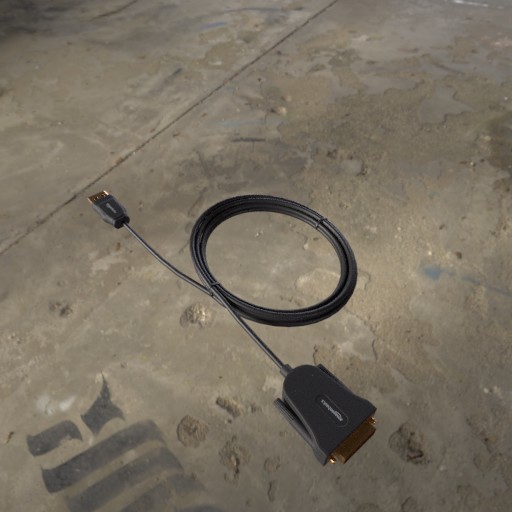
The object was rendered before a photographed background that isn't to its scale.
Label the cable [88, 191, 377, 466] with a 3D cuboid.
[{"bbox_3d":[0.000,0.000,0.328,0.136,0.015,0.281,-32,54,-26],"label":"cable"}]
